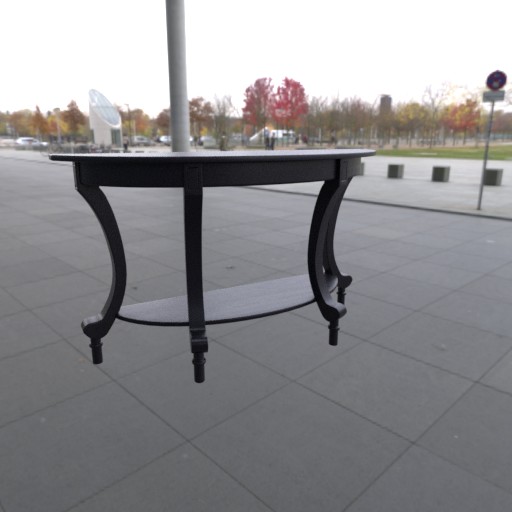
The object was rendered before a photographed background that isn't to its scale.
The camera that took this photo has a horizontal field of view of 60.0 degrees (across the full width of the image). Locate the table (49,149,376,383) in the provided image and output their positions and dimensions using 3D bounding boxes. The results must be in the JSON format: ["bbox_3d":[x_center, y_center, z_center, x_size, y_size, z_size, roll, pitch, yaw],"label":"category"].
[{"bbox_3d":[0.000,0.000,1.525,1.198,0.692,0.394,-8,17,-28],"label":"table"}]
